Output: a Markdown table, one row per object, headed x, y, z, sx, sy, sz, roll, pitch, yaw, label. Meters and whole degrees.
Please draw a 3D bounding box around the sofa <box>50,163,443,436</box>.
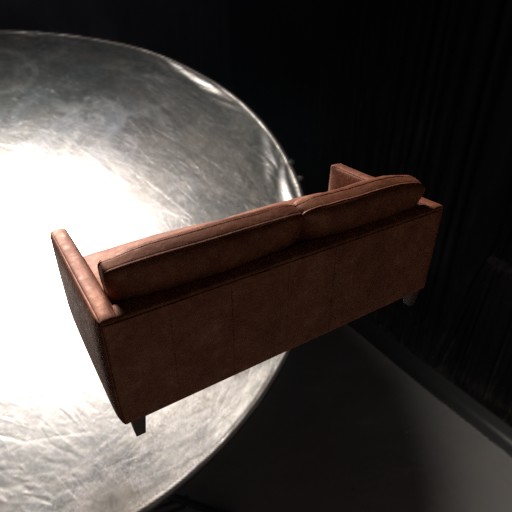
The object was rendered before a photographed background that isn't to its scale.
| x | y | z | sx | sy | sz | roll | pitch | yaw | label |
| --- | --- | --- | --- | --- | --- | --- | --- | --- | --- |
| 0.000 | 0.000 | 2.506 | 1.971 | 0.863 | 0.923 | -18 | 35 | -28 | sofa |
